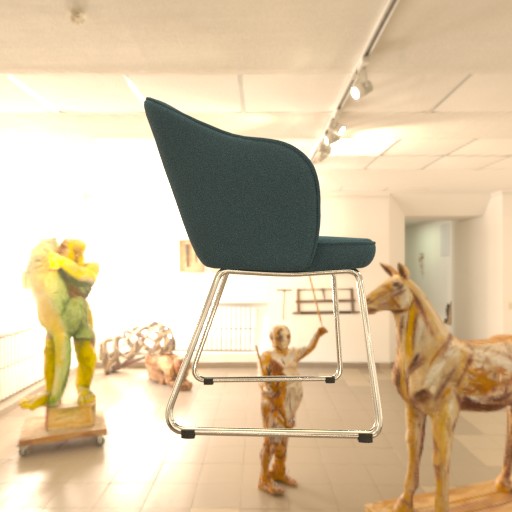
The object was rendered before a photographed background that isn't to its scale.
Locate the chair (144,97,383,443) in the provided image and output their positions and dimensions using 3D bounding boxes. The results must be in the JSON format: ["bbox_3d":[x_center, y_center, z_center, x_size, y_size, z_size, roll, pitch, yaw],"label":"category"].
[{"bbox_3d":[0.000,0.000,1.209,0.585,0.815,0.570,0,0,0],"label":"chair"}]
